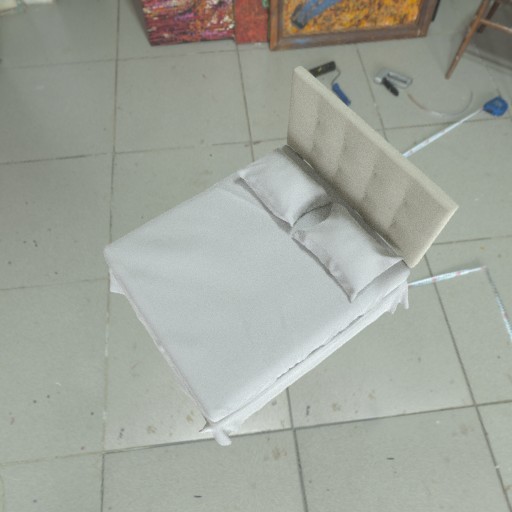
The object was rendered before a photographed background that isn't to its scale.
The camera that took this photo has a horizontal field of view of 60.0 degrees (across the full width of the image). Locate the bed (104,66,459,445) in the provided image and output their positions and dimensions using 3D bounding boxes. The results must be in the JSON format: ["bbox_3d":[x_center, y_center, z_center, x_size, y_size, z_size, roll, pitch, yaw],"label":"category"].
[{"bbox_3d":[0.000,0.000,3.538,2.222,1.577,1.936,-33,67,-16],"label":"bed"}]
